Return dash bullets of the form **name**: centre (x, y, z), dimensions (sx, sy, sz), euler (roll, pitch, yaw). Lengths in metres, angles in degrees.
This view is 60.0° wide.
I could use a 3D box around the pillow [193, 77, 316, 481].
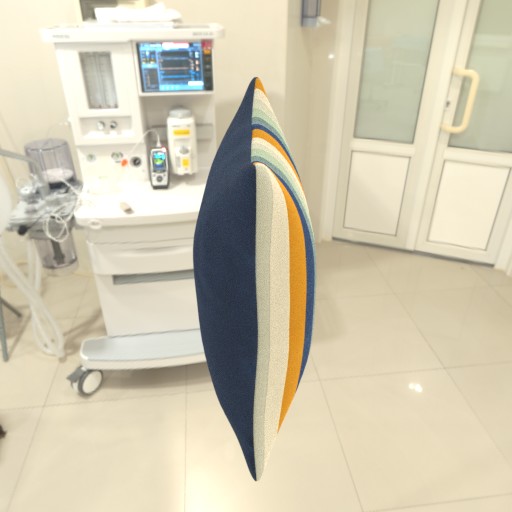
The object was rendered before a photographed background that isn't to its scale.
- **pillow**: centre (0.000, 0.000, 0.695), dimensions (0.173, 0.454, 0.463), euler (0, 31, 0)
